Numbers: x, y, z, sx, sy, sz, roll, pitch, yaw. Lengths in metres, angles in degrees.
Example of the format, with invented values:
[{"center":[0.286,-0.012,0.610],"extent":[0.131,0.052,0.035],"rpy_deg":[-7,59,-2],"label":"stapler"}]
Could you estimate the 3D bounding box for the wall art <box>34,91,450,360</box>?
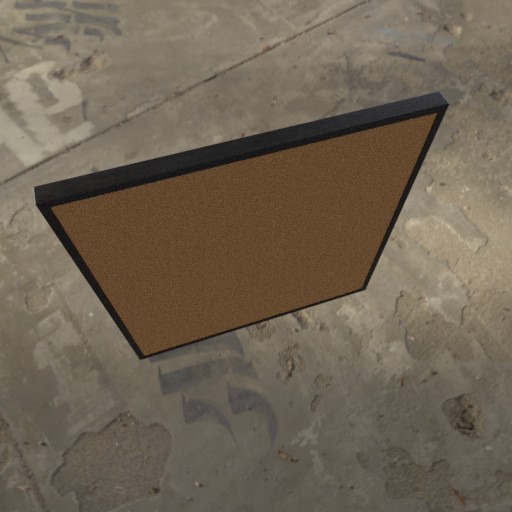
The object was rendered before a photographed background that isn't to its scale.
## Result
[{"center":[0.000,0.000,1.110],"extent":[0.763,0.763,0.039],"rpy_deg":[-16,59,-10],"label":"wall art"}]
